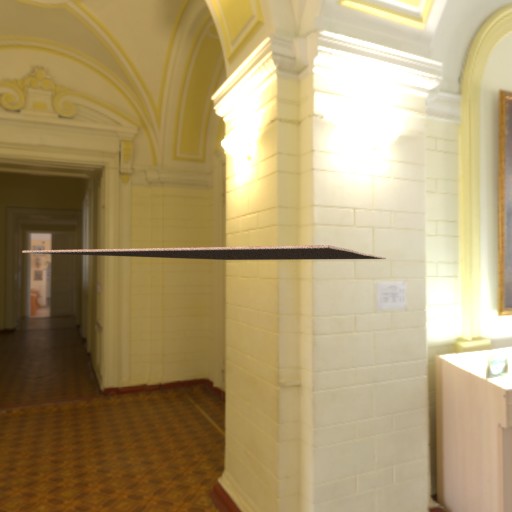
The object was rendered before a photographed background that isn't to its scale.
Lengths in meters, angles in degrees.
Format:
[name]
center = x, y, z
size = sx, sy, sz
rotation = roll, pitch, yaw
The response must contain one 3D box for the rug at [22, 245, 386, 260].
[rug]
center = 0.000, 0.000, 3.040
size = 1.533, 0.011, 2.439
rotation = -1, -2, 21
